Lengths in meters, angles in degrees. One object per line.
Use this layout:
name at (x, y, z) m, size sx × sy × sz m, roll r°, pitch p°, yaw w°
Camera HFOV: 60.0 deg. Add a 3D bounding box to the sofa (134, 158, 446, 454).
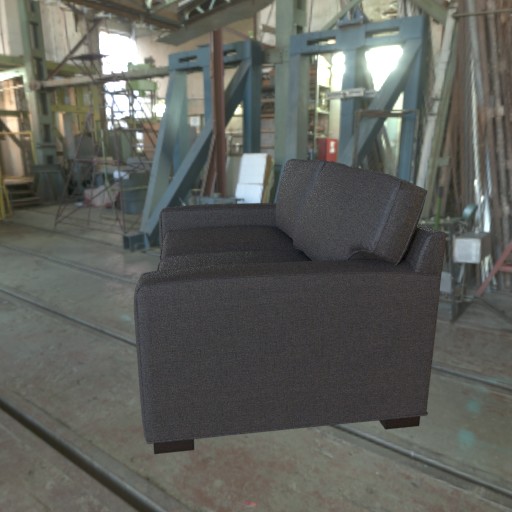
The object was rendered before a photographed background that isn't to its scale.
sofa at (0.000, 0.000, 2.097) m, size 0.974 × 0.887 × 1.534 m, roll -2°, pitch 15°, yaw -9°
